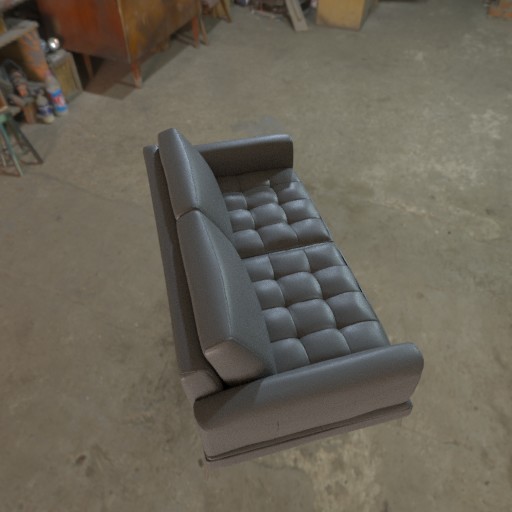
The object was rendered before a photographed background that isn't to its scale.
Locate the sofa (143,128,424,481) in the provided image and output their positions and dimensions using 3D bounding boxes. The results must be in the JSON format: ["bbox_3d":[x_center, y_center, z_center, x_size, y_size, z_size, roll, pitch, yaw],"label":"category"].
[{"bbox_3d":[0.000,0.000,2.729,1.121,0.930,2.177,-11,47,-10],"label":"sofa"}]
